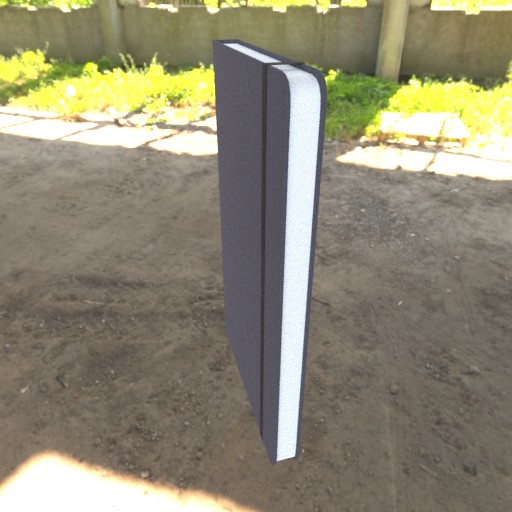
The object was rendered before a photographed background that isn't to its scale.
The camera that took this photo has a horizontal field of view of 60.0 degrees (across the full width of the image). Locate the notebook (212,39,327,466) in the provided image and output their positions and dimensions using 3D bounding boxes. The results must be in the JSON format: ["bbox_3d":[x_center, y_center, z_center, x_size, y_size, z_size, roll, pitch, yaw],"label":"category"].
[{"bbox_3d":[0.000,0.000,0.253,0.016,0.213,0.127,-8,32,-14],"label":"notebook"}]
